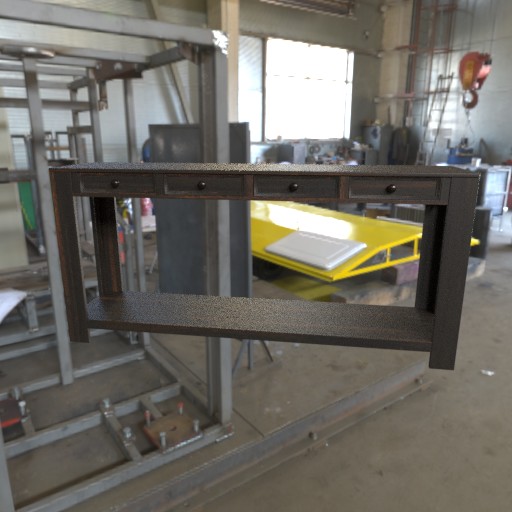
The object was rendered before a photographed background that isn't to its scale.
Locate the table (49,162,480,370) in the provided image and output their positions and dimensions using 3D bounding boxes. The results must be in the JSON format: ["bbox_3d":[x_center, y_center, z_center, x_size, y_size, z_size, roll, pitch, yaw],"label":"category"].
[{"bbox_3d":[0.000,0.000,1.929,1.631,0.762,0.384,2,16,8],"label":"table"}]
